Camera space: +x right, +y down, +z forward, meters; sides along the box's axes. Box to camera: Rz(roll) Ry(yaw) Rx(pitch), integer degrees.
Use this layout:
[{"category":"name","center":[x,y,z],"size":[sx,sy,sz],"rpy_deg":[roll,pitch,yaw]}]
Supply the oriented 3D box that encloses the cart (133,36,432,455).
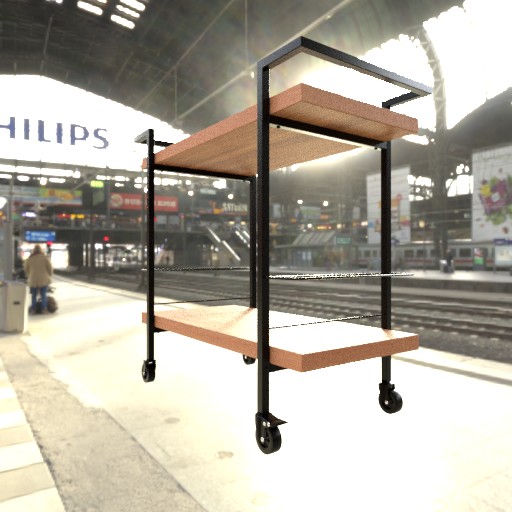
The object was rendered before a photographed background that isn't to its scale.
[{"category":"cart","center":[0.000,0.000,1.208],"size":[0.406,0.762,0.806],"rpy_deg":[0,0,-36]}]
